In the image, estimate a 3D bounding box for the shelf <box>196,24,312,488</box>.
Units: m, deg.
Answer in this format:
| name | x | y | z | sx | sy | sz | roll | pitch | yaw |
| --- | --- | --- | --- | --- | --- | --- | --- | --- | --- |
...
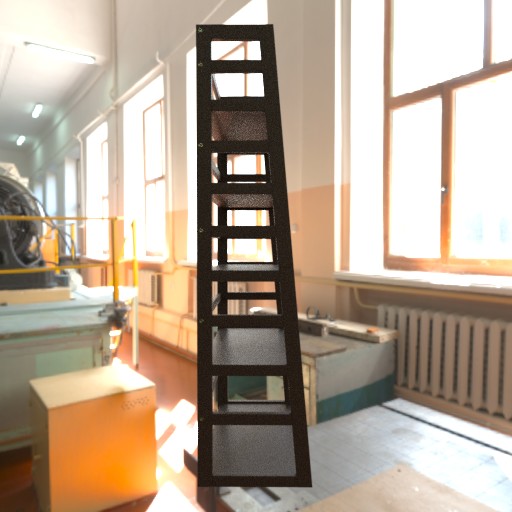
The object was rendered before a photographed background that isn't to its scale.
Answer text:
| name | x | y | z | sx | sy | sz | roll | pitch | yaw |
| --- | --- | --- | --- | --- | --- | --- | --- | --- | --- |
| shelf | 0.000 | 0.000 | 1.910 | 0.403 | 1.600 | 0.763 | 0 | 2 | 1 |
